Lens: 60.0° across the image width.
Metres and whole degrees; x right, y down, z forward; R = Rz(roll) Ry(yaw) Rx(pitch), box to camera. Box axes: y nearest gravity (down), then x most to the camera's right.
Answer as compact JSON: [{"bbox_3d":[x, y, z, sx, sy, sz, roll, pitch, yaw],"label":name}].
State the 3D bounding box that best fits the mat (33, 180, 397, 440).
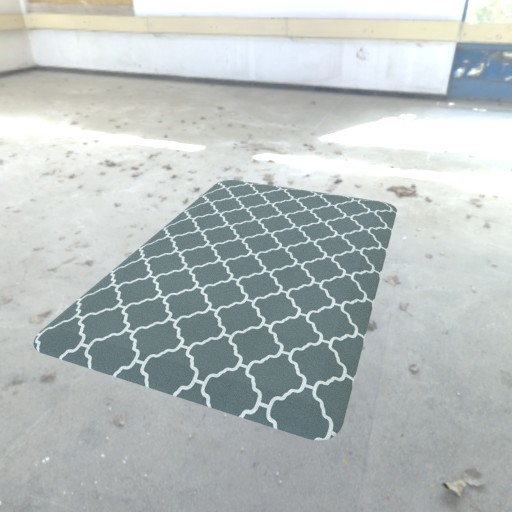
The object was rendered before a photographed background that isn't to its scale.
[{"bbox_3d":[0.000,0.000,0.931,0.508,0.021,0.762,11,33,18],"label":"mat"}]
